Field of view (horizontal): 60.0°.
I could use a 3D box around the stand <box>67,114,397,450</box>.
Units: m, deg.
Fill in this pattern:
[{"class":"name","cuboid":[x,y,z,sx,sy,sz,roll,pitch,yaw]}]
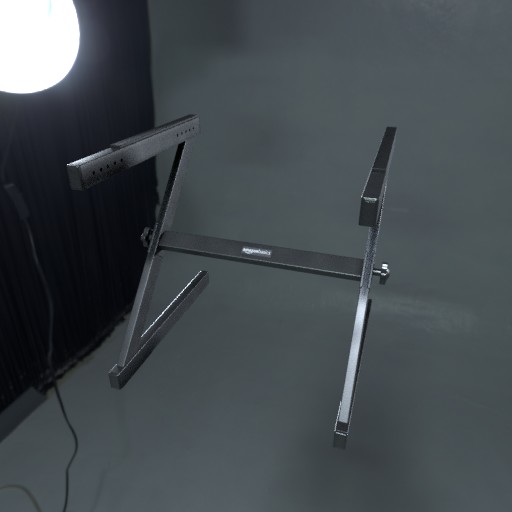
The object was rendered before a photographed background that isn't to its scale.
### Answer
[{"class":"stand","cuboid":[0.000,0.000,1.200,0.700,0.617,0.586,9,29,16]}]
